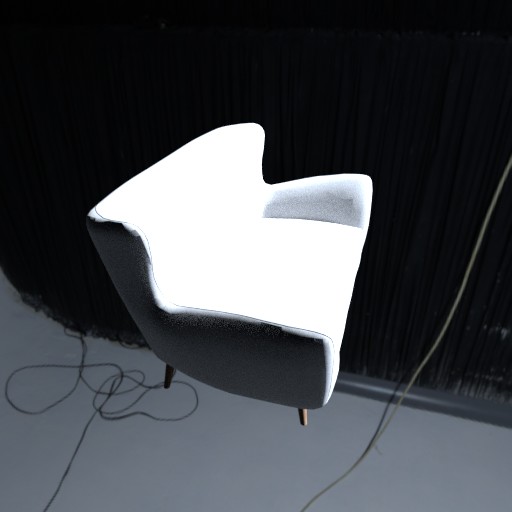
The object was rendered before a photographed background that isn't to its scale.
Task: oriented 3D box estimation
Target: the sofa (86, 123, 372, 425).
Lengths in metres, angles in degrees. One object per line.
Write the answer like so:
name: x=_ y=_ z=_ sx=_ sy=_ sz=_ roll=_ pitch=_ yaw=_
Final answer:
sofa: x=0.000 y=0.000 z=2.026 sx=0.921 sy=0.878 sz=1.424 roll=9 pitch=31 yaw=15
